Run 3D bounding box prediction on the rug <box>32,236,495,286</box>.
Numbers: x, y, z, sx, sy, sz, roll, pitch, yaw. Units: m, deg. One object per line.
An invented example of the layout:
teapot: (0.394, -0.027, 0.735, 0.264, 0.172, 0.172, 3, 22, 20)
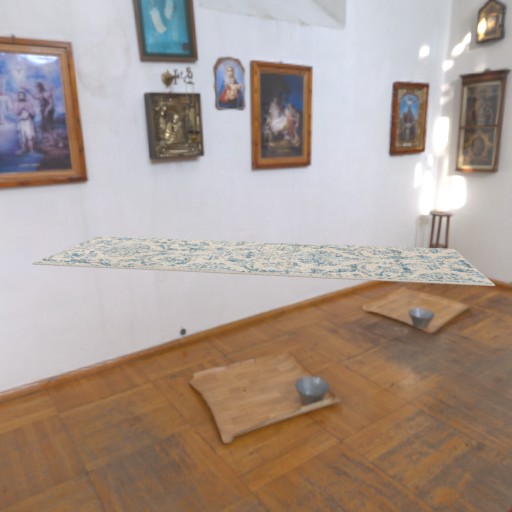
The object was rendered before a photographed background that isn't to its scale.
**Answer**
rug: (0.000, 0.000, 2.393, 2.196, 0.011, 0.662, 2, 15, 9)
